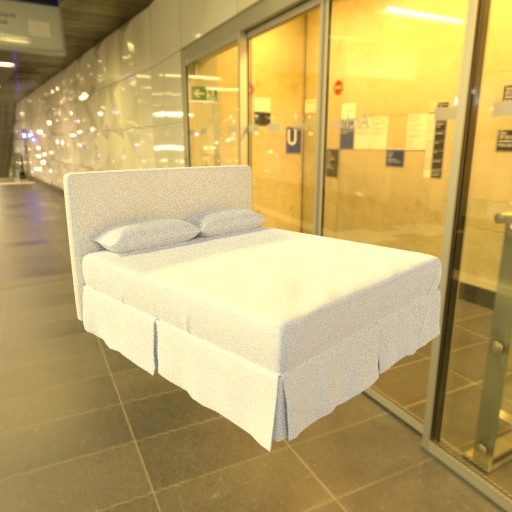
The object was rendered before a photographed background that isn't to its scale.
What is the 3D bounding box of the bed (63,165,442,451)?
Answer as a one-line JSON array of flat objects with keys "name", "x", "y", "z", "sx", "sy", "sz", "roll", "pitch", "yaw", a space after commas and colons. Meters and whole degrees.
[{"name": "bed", "x": 0.000, "y": 0.000, "z": 3.563, "sx": 2.341, "sy": 1.317, "sz": 2.119, "roll": 13, "pitch": 19, "yaw": 42}]
